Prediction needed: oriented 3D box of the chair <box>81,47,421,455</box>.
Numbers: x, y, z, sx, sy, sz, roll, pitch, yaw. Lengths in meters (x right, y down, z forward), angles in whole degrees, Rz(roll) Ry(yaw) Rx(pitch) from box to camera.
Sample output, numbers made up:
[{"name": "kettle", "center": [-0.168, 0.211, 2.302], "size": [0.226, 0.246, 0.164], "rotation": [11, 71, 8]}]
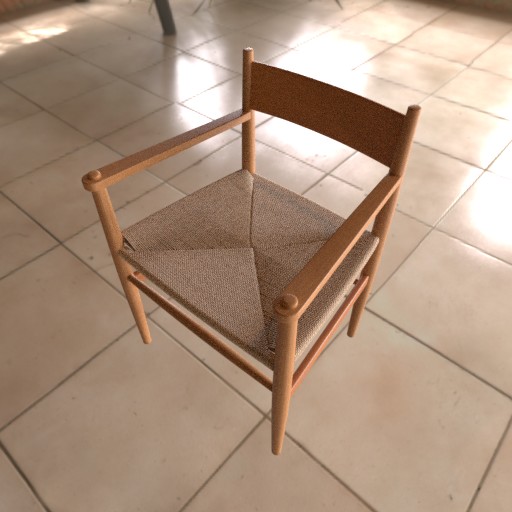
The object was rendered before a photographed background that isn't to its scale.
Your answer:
[{"name": "chair", "center": [0.000, 0.000, 1.101], "size": [0.556, 0.762, 0.495], "rotation": [32, 54, 27]}]
